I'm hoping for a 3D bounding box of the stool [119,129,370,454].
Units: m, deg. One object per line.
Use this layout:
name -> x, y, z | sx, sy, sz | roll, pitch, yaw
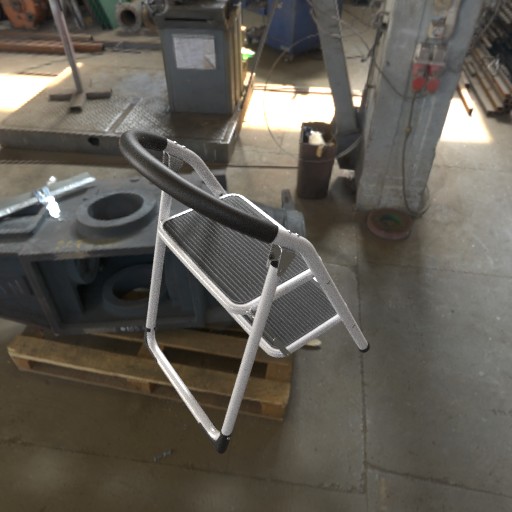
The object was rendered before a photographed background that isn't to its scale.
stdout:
stool -> 0.000, 0.000, 1.132 | 0.559, 0.760, 0.453 | -26, 48, -26
